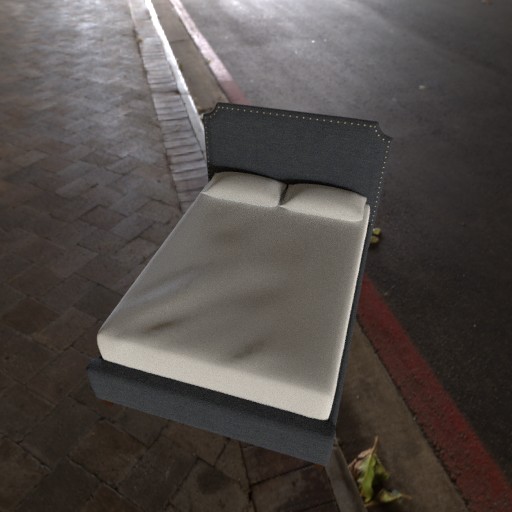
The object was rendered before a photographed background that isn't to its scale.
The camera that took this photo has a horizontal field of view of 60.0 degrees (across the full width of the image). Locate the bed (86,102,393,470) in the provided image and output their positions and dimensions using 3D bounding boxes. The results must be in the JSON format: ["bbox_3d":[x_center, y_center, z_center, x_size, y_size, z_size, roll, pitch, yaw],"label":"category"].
[{"bbox_3d":[0.000,0.000,3.474,1.713,1.443,2.372,11,42,13],"label":"bed"}]
